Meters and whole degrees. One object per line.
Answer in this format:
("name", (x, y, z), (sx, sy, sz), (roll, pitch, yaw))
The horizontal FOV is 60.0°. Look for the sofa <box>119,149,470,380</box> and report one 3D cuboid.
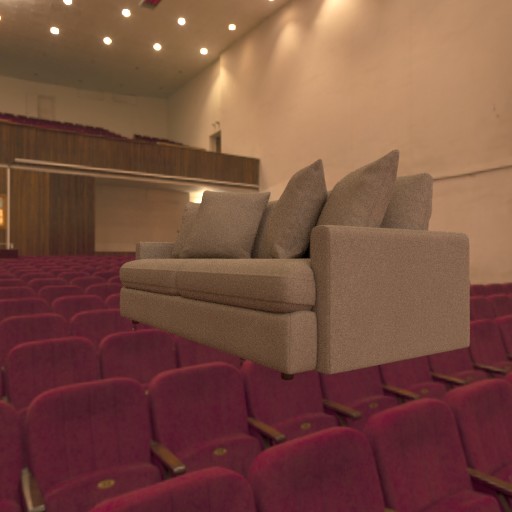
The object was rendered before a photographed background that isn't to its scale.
("sofa", (0.000, 0.000, 3.033), (1.228, 1.084, 2.380), (0, 0, -34))
